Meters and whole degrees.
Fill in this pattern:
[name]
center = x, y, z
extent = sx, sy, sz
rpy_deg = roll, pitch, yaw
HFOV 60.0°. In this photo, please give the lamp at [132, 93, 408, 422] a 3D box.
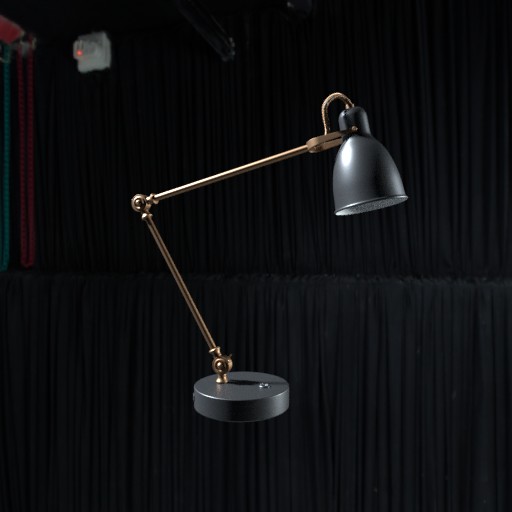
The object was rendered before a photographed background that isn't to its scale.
[lamp]
center = 0.000, 0.000, 0.866
extent = 0.561, 0.587, 0.187
rpy_deg = 0, 1, 19
